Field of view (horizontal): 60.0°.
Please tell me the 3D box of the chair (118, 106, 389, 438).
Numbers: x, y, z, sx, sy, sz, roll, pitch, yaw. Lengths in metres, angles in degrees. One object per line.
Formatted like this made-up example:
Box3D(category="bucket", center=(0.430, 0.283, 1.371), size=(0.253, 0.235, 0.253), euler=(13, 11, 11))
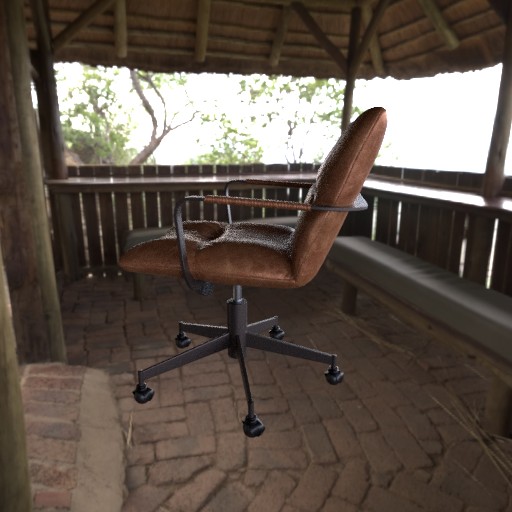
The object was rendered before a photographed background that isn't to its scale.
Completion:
Box3D(category="chair", center=(0.000, 0.000, 1.502), size=(0.754, 0.922, 0.727), euler=(2, 14, 8))
